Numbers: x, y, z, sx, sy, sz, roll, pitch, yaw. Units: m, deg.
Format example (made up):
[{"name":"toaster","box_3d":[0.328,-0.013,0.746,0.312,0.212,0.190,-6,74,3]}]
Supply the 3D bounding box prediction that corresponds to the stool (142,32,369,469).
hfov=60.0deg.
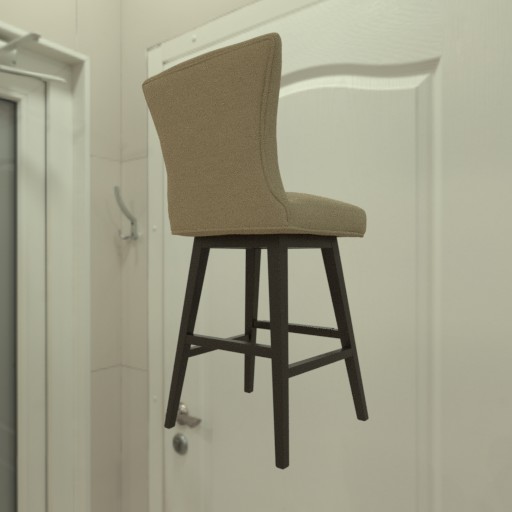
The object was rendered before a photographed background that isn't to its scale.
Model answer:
[{"name":"stool","box_3d":[0.000,0.000,1.403,0.514,1.086,0.574,0,0,38]}]
